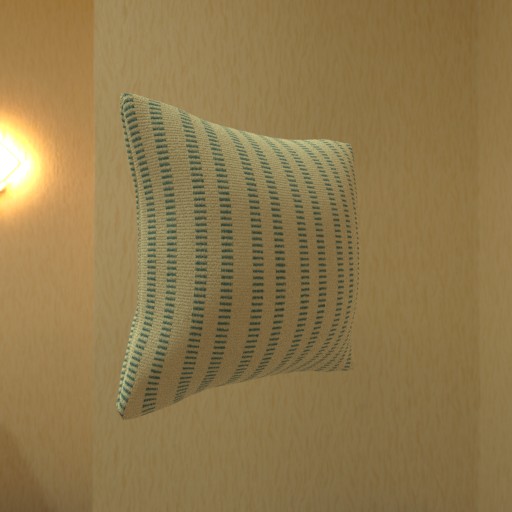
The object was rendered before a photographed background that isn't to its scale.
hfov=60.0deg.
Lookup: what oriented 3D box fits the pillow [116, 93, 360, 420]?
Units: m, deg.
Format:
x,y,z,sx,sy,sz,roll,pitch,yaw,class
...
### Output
x,y,z,sx,sy,sz,roll,pitch,yaw,class
0.000,0.000,0.691,0.438,0.419,0.247,0,-1,-36,pillow
